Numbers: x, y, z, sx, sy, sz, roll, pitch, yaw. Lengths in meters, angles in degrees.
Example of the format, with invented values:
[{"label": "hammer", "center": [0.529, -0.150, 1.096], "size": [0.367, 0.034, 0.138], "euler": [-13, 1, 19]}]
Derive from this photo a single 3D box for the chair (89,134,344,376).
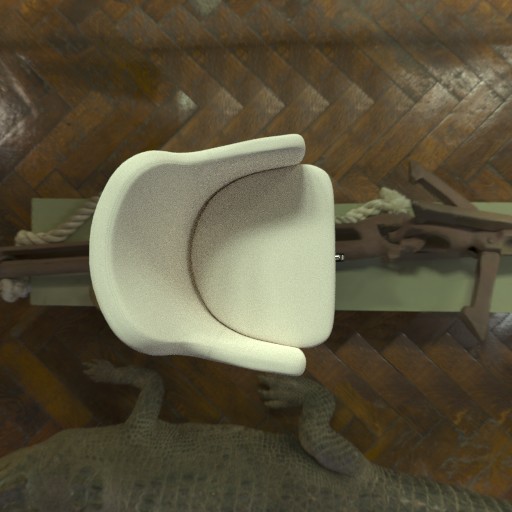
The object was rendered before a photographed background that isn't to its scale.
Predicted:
[{"label": "chair", "center": [0.000, 0.000, 1.268], "size": [0.647, 0.819, 0.602], "euler": [0, 89, 1]}]
